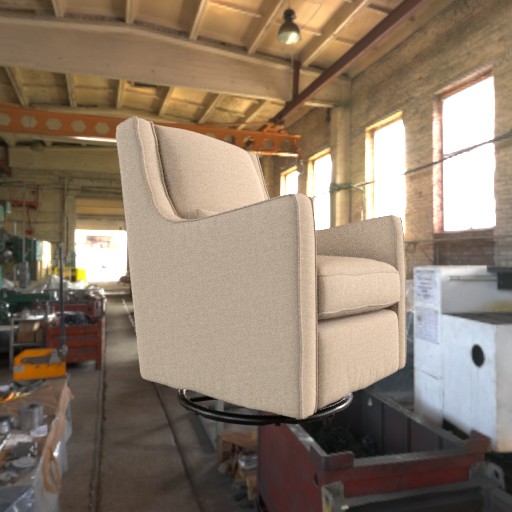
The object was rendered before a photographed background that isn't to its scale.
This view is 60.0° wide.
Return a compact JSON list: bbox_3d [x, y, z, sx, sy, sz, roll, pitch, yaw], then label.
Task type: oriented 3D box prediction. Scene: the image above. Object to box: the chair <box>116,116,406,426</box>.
[{"bbox_3d":[0.000,0.000,1.607,0.879,0.993,0.732,-1,-1,38],"label":"chair"}]
